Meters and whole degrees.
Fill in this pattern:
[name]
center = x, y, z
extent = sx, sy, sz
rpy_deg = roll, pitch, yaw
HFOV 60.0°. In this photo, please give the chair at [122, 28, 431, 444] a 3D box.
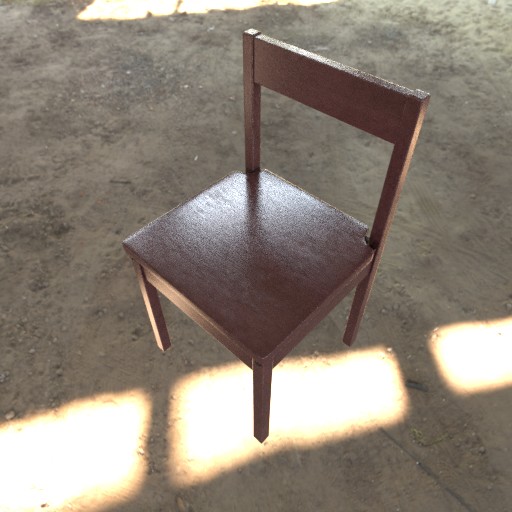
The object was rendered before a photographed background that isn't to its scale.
[chair]
center = 0.000, 0.000, 0.875
extent = 0.367, 0.668, 0.361
rpy_deg = 35, 56, 27
